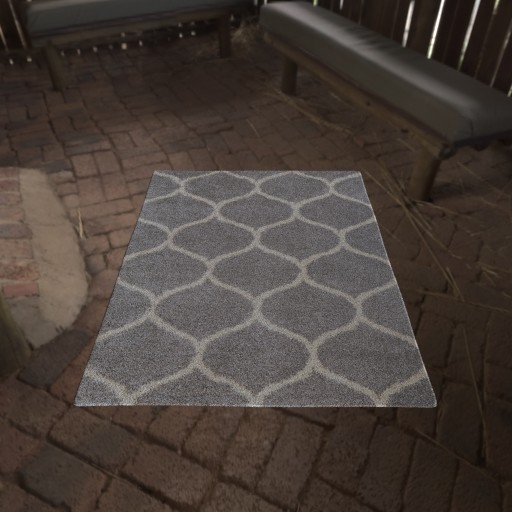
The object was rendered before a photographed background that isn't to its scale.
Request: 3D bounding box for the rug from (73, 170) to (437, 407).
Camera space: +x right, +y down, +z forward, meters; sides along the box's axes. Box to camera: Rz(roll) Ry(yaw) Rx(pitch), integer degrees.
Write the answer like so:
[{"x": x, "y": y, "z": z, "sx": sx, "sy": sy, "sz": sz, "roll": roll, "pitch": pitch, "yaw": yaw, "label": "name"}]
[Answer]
[{"x": 0.000, "y": 0.000, "z": 4.029, "sx": 2.399, "sy": 0.026, "sz": 3.000, "roll": 0, "pitch": 41, "yaw": 0, "label": "rug"}]
